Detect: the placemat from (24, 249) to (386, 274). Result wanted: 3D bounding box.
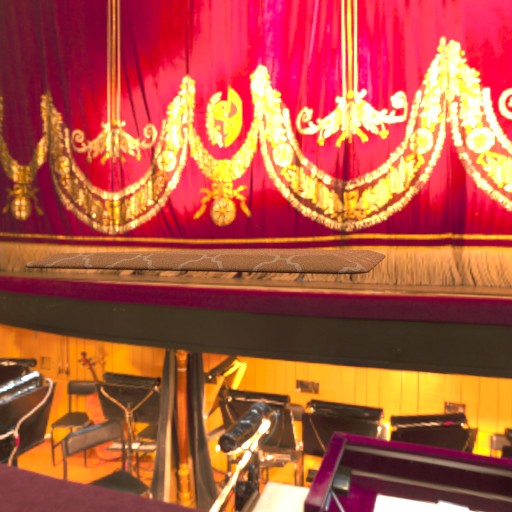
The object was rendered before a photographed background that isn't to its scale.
[{"bbox_3d":[0.000,0.000,0.936,0.508,0.021,0.762,0,1,18],"label":"placemat"}]
